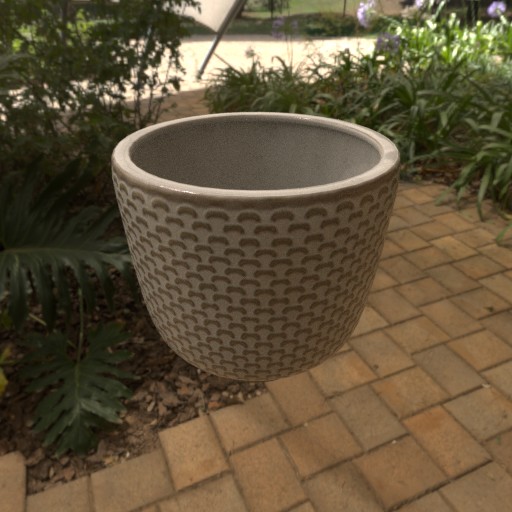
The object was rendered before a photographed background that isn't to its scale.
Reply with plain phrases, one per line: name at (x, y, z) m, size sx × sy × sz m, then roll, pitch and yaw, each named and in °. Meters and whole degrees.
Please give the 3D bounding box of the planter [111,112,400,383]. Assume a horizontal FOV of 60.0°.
planter at (0.000, 0.000, 0.310) m, size 0.173 × 0.160 × 0.173 m, roll 0°, pitch 30°, yaw 0°
